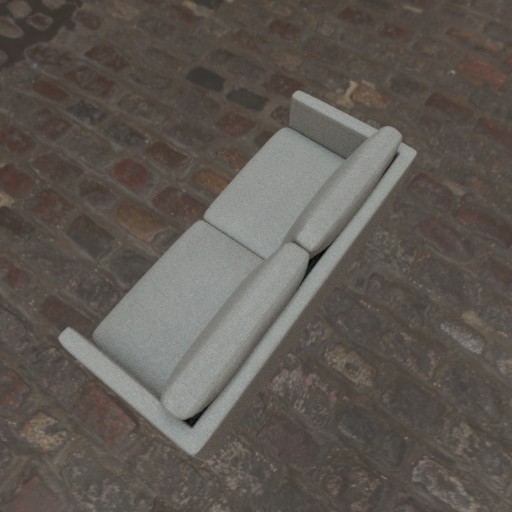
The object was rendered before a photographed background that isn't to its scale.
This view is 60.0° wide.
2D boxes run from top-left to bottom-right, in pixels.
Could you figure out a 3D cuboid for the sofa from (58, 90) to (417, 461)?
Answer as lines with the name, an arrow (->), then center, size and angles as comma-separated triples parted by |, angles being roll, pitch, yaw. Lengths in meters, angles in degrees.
sofa -> 0.000, 0.000, 2.754 | 0.956, 0.963, 2.208 | 33, 68, 16
